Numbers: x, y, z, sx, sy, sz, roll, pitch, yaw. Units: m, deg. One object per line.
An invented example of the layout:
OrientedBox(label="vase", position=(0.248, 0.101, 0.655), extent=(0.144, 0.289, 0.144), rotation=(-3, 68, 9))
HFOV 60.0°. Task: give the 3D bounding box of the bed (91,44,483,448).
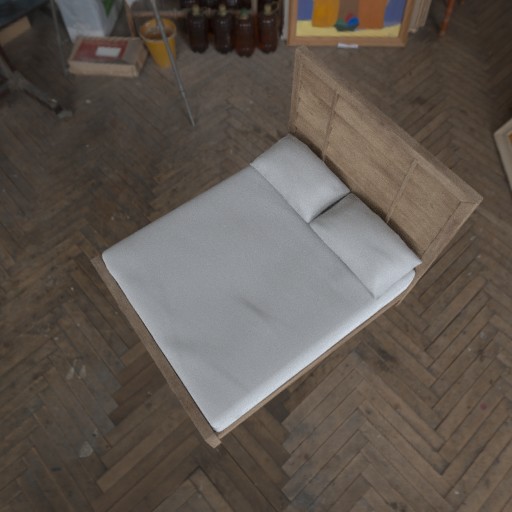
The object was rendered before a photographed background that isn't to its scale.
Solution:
OrientedBox(label="bed", position=(0.000, 0.000, 3.250), extent=(2.017, 1.631, 1.615), rotation=(-33, 68, -16))
